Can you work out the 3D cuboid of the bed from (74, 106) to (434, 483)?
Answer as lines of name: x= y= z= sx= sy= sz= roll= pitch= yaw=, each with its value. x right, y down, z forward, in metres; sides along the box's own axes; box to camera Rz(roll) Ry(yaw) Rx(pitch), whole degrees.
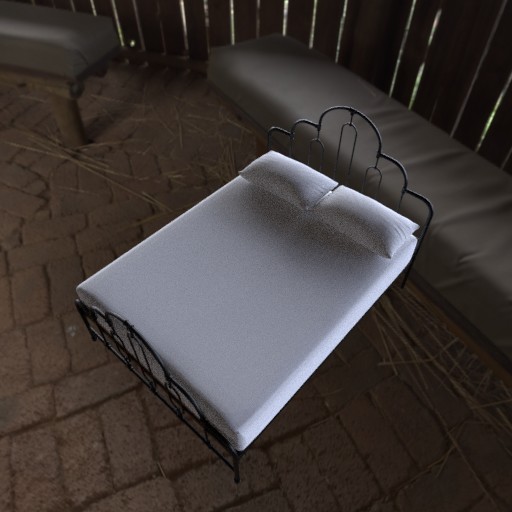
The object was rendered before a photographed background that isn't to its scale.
bed: x=0.000 y=0.000 z=3.243 sx=1.626 sy=1.444 sz=2.181 roll=34 pitch=56 yaw=26
